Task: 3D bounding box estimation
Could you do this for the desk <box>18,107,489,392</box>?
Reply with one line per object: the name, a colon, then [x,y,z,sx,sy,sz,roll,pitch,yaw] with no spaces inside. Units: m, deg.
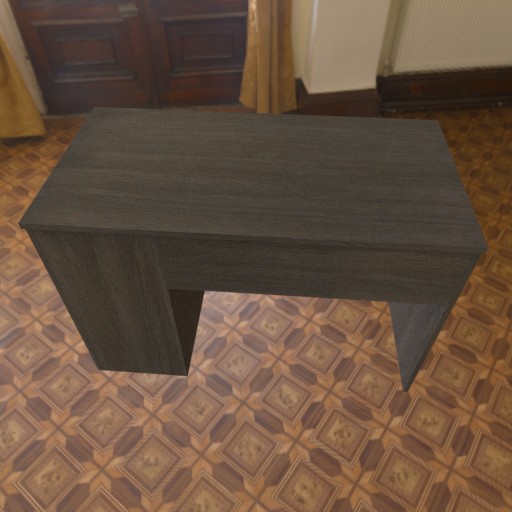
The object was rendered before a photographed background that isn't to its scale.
desk: [0.000,0.000,1.482,1.096,0.730,0.560,3,47,3]
